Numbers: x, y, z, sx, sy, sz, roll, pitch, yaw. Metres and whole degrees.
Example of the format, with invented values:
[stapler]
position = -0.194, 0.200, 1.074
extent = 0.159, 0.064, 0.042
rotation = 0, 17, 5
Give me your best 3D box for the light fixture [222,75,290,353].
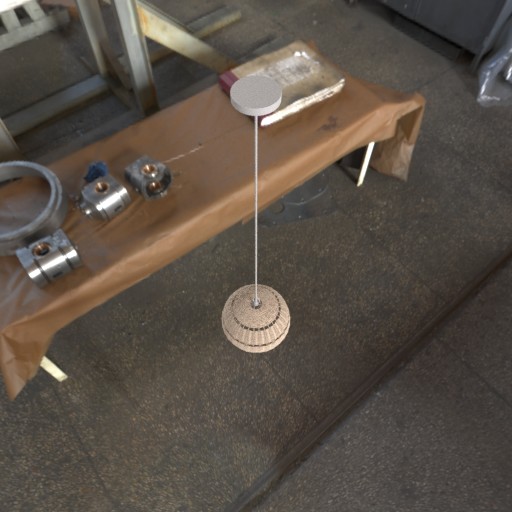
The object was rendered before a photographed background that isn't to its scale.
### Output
[light fixture]
position = 0.000, 0.000, 2.297
extent = 0.457, 2.019, 0.457
rotation = 15, 59, 9
